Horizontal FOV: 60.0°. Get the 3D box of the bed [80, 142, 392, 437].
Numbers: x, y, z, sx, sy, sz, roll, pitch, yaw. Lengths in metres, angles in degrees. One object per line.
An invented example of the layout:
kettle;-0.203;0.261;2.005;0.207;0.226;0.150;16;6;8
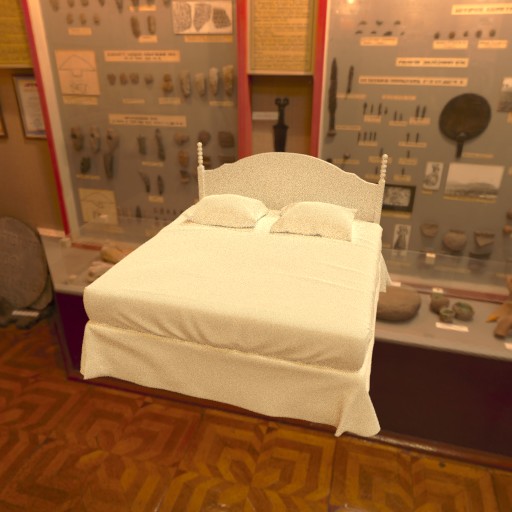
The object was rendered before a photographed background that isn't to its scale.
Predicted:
bed;0.000;0.000;3.709;2.322;1.355;2.219;7;27;15
